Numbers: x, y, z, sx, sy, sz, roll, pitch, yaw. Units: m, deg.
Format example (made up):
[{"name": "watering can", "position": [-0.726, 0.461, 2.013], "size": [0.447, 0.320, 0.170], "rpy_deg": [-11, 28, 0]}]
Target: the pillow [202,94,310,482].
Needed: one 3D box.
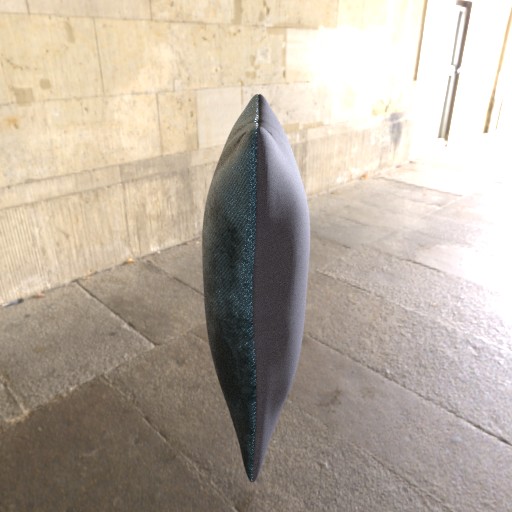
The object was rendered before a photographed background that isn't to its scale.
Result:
[{"name": "pillow", "position": [0.000, 0.000, 0.655], "size": [0.138, 0.430, 0.436], "rpy_deg": [0, 25, 0]}]
